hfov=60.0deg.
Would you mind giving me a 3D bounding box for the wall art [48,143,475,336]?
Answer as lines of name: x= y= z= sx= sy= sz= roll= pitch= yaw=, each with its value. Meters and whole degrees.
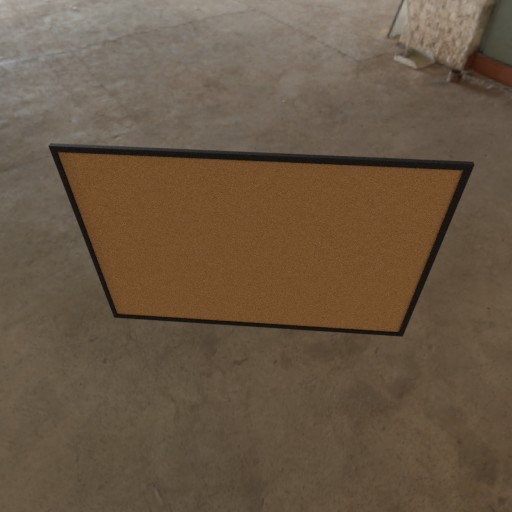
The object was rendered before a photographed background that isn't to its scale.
wall art: x=0.000 y=0.000 z=1.242 sx=0.963 sy=0.665 sz=0.013 roll=3 pitch=46 yaw=3
